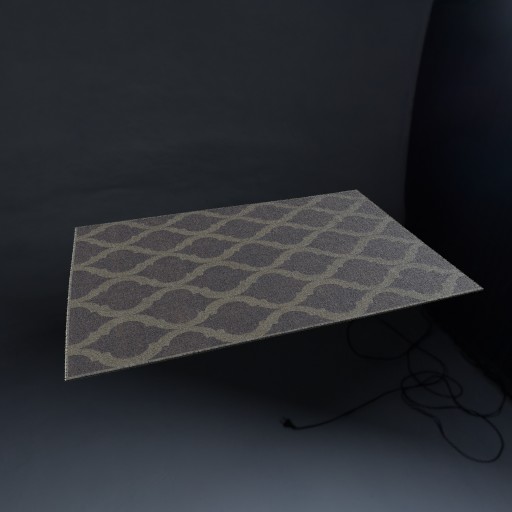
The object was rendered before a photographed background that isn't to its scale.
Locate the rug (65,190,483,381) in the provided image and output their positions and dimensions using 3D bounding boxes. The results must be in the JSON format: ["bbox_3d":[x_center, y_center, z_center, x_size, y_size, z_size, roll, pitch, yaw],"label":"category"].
[{"bbox_3d":[0.000,0.000,2.877,2.284,0.008,1.522,-10,33,-15],"label":"rug"}]
